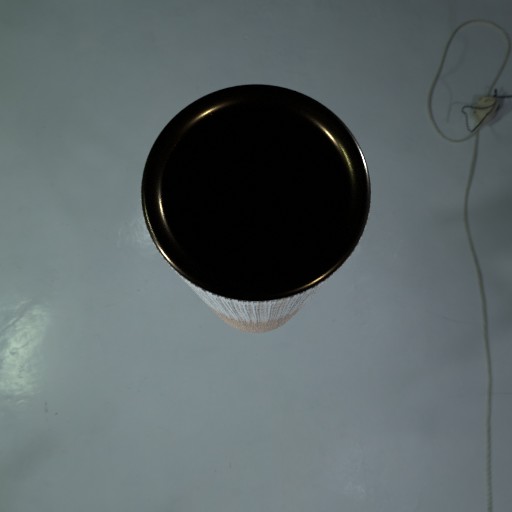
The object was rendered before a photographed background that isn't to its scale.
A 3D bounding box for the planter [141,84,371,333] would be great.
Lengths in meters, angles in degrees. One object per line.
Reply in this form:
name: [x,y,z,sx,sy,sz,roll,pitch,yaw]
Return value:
planter: [0.000,0.000,0.323,0.099,0.278,0.099,0,78,0]
